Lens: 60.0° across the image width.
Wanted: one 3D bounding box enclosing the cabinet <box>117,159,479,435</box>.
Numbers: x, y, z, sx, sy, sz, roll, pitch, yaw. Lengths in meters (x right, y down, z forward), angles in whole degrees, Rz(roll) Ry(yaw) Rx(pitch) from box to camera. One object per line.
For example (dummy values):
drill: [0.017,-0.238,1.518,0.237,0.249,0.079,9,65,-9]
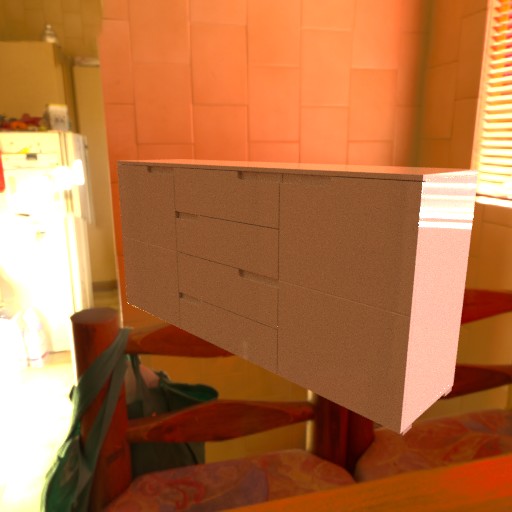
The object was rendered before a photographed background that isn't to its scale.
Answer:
cabinet: [0.000,0.000,1.968,0.400,0.800,1.650,-13,19,-43]
